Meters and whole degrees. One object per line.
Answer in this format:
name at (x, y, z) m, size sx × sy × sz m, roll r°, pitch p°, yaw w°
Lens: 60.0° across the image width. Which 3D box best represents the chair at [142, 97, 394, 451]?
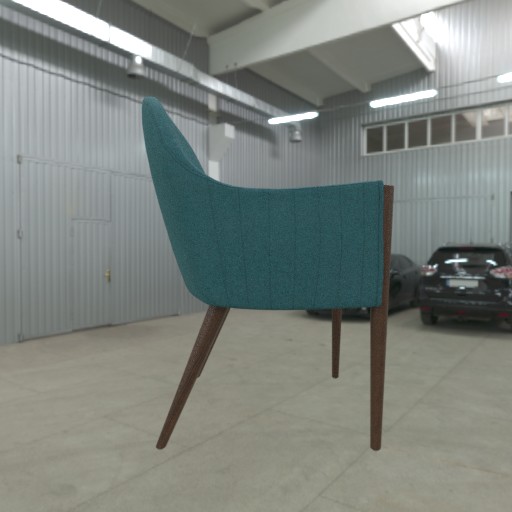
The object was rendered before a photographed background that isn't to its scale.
chair at (0.000, 0.000, 1.333) m, size 0.652 × 0.907 × 0.656 m, roll 0°, pitch 1°, yaw 1°
